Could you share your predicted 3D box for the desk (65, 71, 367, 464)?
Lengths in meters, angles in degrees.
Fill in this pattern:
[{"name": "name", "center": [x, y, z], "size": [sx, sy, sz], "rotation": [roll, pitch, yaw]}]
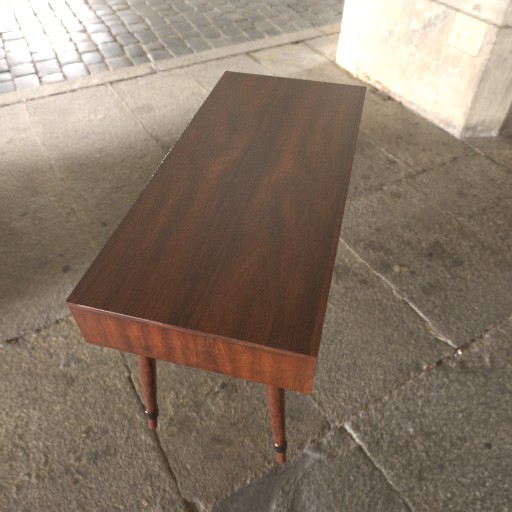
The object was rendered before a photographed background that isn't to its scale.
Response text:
[{"name": "desk", "center": [0.000, 0.000, 2.113], "size": [0.734, 1.031, 1.577], "rotation": [11, 47, 10]}]
